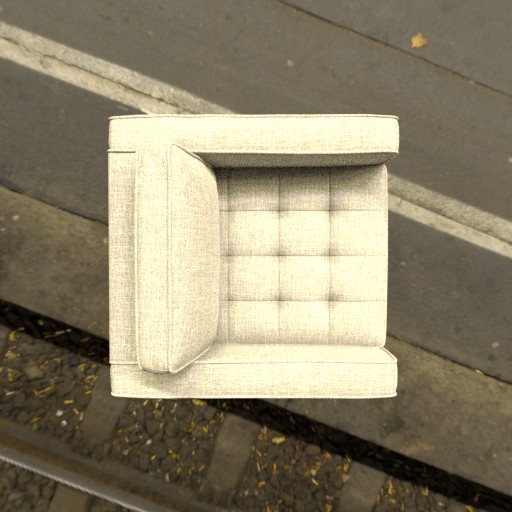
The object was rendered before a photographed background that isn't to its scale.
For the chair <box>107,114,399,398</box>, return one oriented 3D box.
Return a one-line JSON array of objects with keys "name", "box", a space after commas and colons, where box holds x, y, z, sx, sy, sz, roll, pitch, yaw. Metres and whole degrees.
[{"name": "chair", "box": [0.000, 0.000, 1.556, 0.914, 0.765, 0.889, 0, 91, 0]}]
